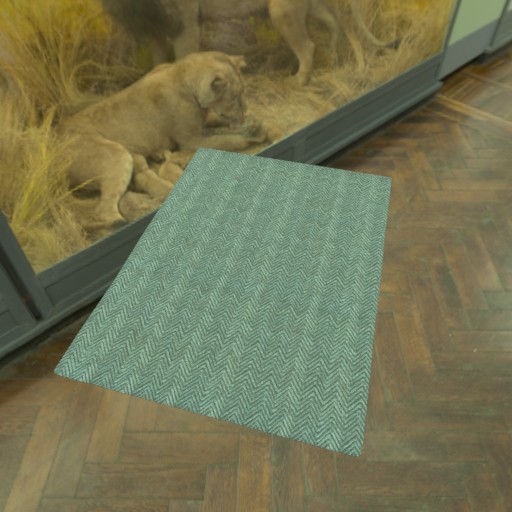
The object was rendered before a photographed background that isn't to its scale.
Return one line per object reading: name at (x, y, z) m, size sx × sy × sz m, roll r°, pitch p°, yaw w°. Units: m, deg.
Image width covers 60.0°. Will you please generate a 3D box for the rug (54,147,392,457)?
rug at (0.000, 0.000, 5.225) m, size 2.894 × 0.011 × 3.957 m, roll 11°, pitch 48°, yaw 11°
